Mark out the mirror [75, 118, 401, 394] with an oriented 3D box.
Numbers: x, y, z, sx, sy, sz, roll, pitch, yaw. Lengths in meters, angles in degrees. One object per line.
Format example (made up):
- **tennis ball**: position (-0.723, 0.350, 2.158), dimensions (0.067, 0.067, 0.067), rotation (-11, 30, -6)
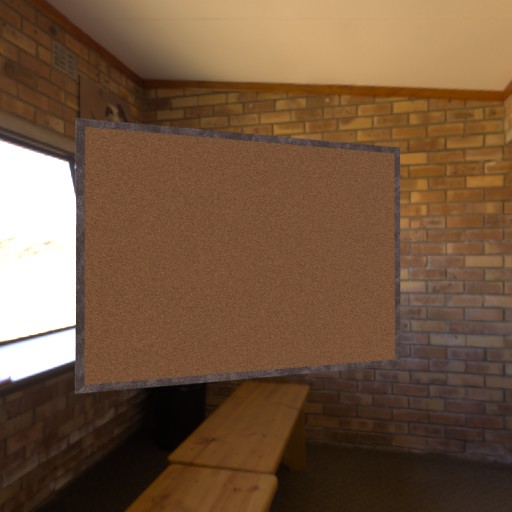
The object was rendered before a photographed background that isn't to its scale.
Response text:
- **mirror**: position (0.000, 0.000, 1.458), dimensions (1.101, 0.795, 0.022), rotation (0, 0, -18)
